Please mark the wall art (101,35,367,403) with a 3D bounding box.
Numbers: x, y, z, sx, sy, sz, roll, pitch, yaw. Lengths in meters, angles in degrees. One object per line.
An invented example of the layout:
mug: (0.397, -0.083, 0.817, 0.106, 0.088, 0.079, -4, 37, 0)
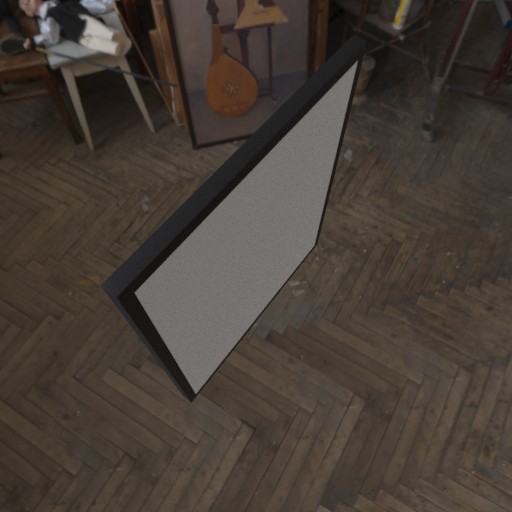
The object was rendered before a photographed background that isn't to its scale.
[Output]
wall art: (0.000, 0.000, 0.694, 0.021, 0.509, 0.430, 34, 67, 17)
